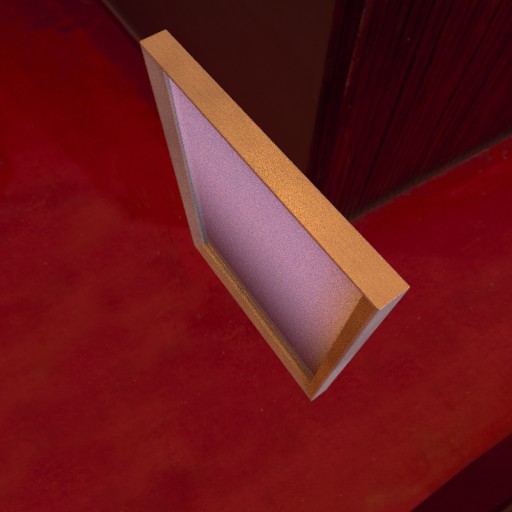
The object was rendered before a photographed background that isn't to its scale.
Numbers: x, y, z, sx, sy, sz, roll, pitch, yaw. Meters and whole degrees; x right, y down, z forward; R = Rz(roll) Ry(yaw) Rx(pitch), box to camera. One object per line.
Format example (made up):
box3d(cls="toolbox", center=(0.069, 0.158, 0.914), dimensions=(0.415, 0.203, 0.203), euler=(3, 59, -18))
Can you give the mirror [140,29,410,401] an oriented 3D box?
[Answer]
box3d(cls="mirror", center=(0.000, 0.000, 0.675), dimensions=(0.041, 0.509, 0.406), euler=(-33, 68, -15))
